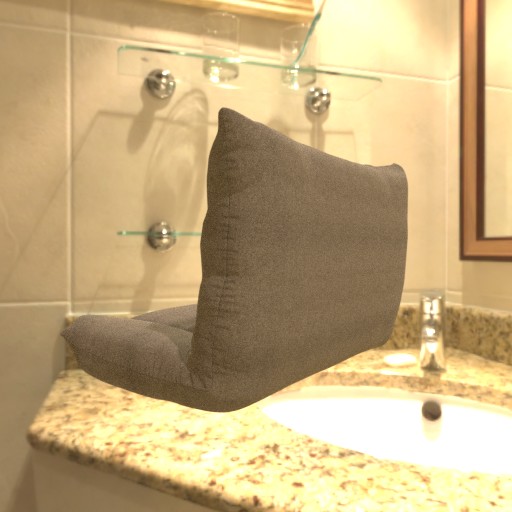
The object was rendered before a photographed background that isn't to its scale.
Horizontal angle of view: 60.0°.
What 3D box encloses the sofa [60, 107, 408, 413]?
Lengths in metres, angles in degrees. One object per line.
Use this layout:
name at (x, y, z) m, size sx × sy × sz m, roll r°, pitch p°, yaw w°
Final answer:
sofa at (0.000, 0.000, 1.661) m, size 0.847 × 0.795 × 1.144 m, roll 1°, pitch 1°, yaw 37°
